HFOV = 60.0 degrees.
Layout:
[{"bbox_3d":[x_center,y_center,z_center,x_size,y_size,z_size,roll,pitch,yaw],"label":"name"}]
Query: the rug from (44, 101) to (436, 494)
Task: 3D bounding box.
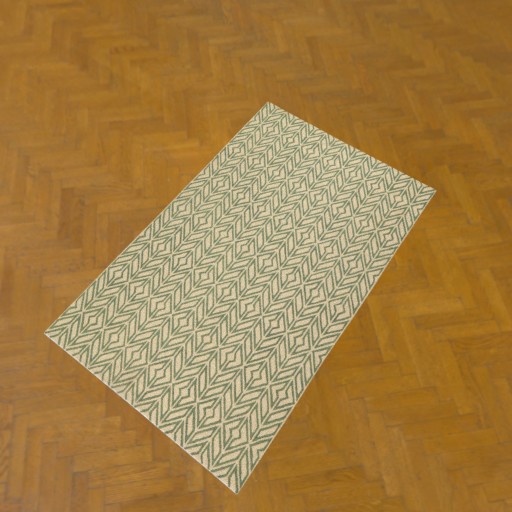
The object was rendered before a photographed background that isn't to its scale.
[{"bbox_3d":[0.000,0.000,3.017,1.517,0.011,2.435,33,68,15],"label":"rug"}]
